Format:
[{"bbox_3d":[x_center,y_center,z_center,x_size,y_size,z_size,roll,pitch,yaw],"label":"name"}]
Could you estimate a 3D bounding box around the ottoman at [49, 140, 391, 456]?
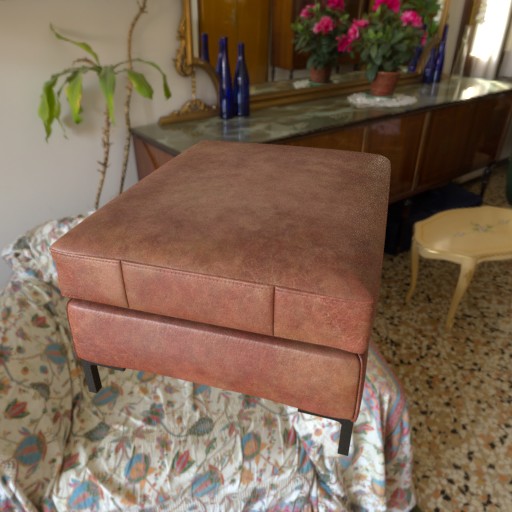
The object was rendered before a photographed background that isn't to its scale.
[{"bbox_3d":[0.000,0.000,1.803,0.965,0.667,1.186,8,31,14],"label":"ottoman"}]
